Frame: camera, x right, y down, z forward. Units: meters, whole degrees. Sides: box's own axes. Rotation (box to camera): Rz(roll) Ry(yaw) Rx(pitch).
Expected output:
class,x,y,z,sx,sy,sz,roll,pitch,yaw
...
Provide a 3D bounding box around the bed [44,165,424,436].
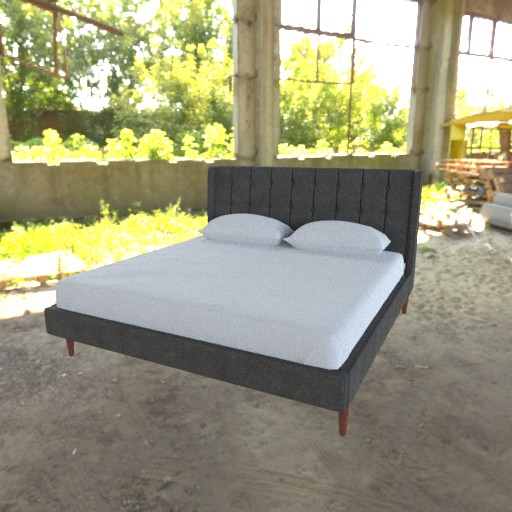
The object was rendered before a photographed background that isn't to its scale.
class,x,y,z,sx,sy,sz,roll,pitch,yaw
bed,0.000,0.000,2.514,1.531,0.933,1.638,7,15,26
